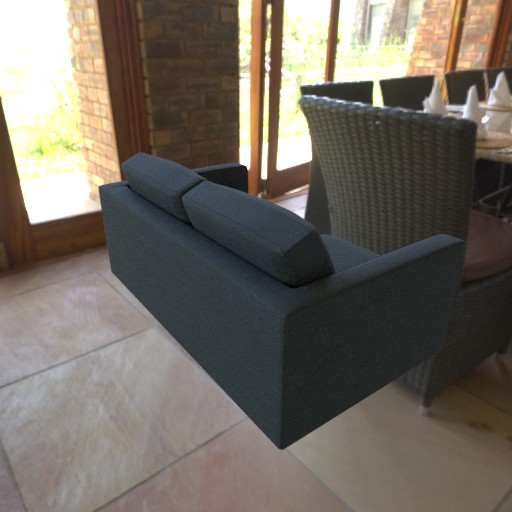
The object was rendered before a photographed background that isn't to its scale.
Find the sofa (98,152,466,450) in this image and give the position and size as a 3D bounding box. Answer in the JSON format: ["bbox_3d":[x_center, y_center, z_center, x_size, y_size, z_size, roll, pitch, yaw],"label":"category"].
[{"bbox_3d":[0.000,0.000,2.261,0.999,0.907,1.659,-17,30,-32],"label":"sofa"}]
